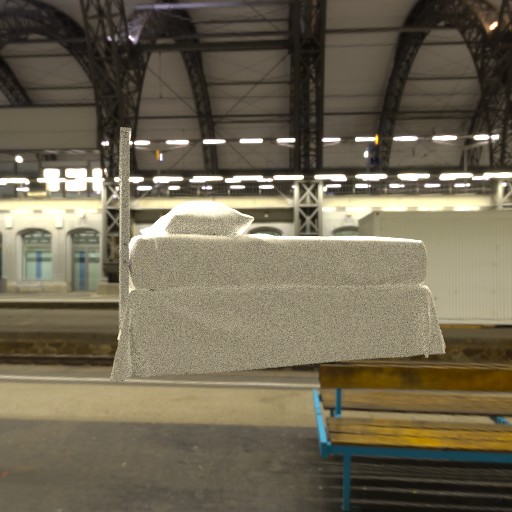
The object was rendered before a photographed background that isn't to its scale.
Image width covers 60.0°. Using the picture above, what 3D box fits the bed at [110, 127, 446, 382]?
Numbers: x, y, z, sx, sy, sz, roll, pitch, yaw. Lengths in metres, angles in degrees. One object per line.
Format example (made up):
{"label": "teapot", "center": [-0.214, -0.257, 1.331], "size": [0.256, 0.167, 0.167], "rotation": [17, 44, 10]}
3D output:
{"label": "bed", "center": [0.000, 0.000, 3.315], "size": [2.047, 1.269, 1.876], "rotation": [0, -1, -17]}
